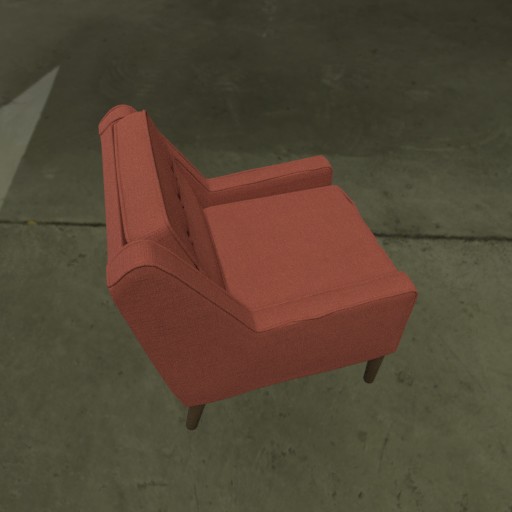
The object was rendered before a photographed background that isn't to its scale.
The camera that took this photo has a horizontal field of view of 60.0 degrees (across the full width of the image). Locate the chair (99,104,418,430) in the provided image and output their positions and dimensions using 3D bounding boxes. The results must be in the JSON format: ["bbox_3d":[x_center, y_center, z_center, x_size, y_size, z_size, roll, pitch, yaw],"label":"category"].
[{"bbox_3d":[0.000,0.000,1.373,0.770,0.812,0.680,-11,46,-11],"label":"chair"}]
